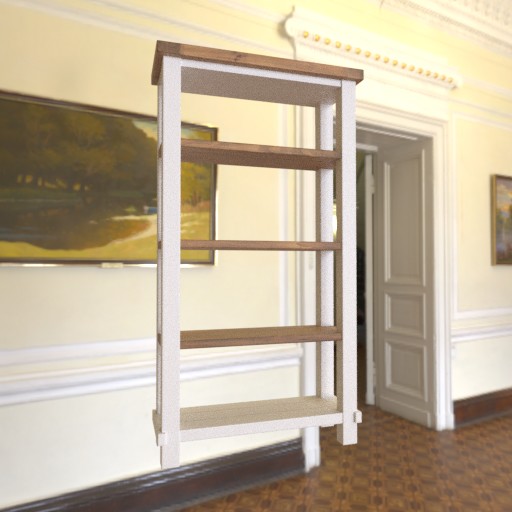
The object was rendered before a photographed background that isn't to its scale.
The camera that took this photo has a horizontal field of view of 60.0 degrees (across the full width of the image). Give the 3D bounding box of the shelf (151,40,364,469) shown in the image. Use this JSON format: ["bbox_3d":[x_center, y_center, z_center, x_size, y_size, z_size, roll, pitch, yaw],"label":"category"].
[{"bbox_3d":[0.000,0.000,2.249,1.022,1.878,0.381,0,-1,-17],"label":"shelf"}]
